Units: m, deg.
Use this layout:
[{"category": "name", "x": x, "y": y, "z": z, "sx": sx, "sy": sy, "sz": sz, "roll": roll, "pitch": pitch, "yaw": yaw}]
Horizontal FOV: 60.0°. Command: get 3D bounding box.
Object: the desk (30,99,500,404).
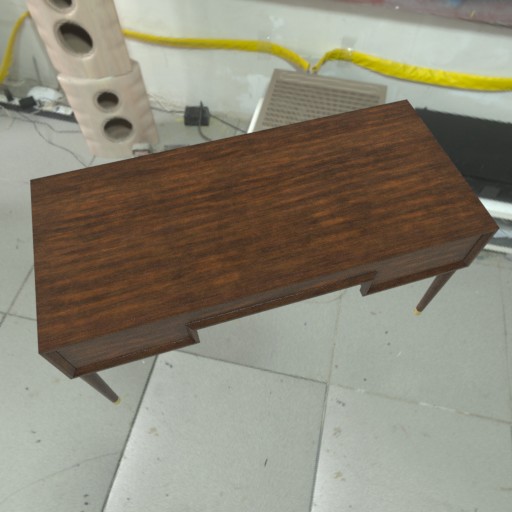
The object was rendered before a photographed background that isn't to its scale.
[{"category": "desk", "x": 0.000, "y": 0.000, "z": 1.946, "sx": 1.575, "sy": 0.762, "sz": 0.724, "roll": -14, "pitch": 60, "yaw": -9}]
